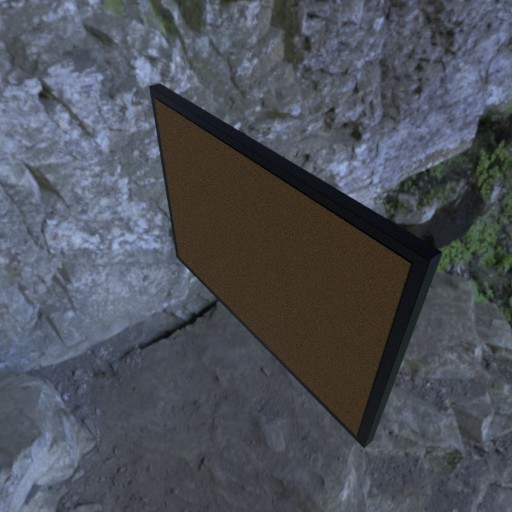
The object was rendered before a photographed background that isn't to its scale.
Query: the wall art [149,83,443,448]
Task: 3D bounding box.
[{"bbox_3d":[0.000,0.000,0.845,0.027,0.458,0.657,-28,49,-28],"label":"wall art"}]
